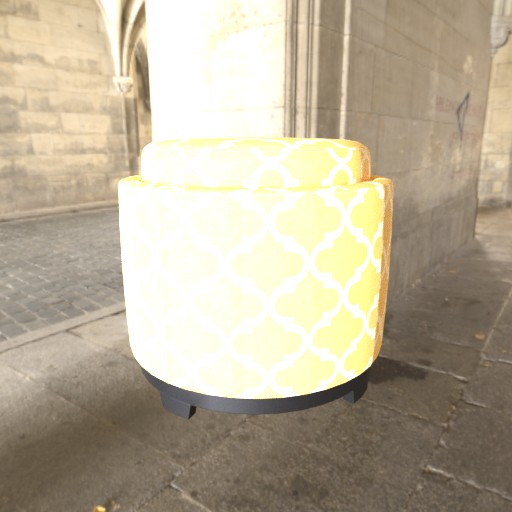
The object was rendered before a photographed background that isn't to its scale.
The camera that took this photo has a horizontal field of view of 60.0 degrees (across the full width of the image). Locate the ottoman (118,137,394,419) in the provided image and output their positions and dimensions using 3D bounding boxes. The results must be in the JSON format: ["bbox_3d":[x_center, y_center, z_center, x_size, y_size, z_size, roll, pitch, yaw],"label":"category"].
[{"bbox_3d":[0.000,0.000,0.830,0.480,0.429,0.480,0,14,0],"label":"ottoman"}]
